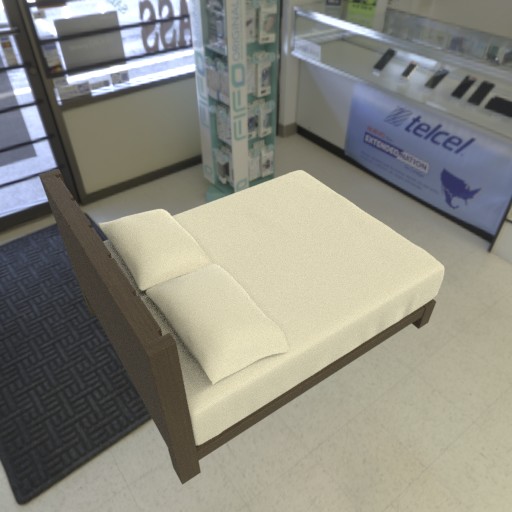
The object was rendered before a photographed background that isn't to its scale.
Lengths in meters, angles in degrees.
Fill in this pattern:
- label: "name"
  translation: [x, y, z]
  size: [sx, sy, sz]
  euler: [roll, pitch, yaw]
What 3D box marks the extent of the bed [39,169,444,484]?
- label: "bed"
  translation: [0.000, 0.000, 3.235]
  size: [2.242, 1.270, 1.727]
  euler: [-24, 47, -25]
